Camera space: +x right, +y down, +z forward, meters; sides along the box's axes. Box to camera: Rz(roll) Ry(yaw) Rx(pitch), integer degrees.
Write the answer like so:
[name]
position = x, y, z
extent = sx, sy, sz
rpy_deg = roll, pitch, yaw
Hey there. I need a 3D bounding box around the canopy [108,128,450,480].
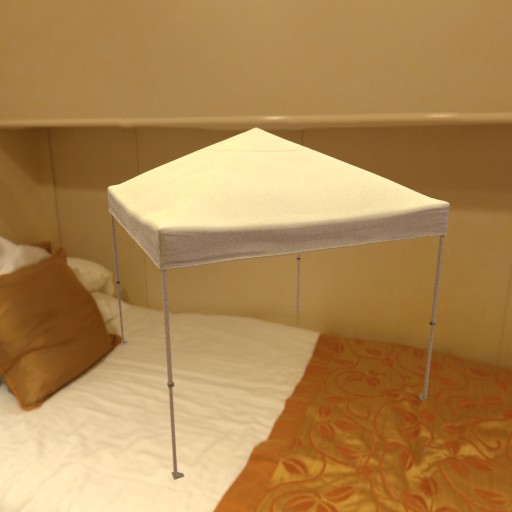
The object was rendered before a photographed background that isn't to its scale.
[canopy]
position = 0.000, 0.000, 5.390
extent = 2.998, 2.997, 2.996
rpy_deg = -7, 17, -24
